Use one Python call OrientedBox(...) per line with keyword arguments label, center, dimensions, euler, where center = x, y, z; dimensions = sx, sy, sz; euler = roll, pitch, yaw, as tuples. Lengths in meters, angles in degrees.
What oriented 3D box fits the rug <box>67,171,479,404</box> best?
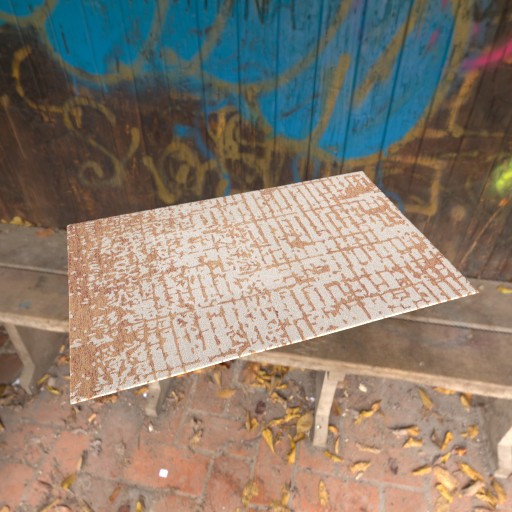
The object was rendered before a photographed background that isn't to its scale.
OrientedBox(label="rug", center=(0.000, 0.000, 3.017), dimensions=(2.435, 0.011, 1.517), euler=(-12, 43, -13))
